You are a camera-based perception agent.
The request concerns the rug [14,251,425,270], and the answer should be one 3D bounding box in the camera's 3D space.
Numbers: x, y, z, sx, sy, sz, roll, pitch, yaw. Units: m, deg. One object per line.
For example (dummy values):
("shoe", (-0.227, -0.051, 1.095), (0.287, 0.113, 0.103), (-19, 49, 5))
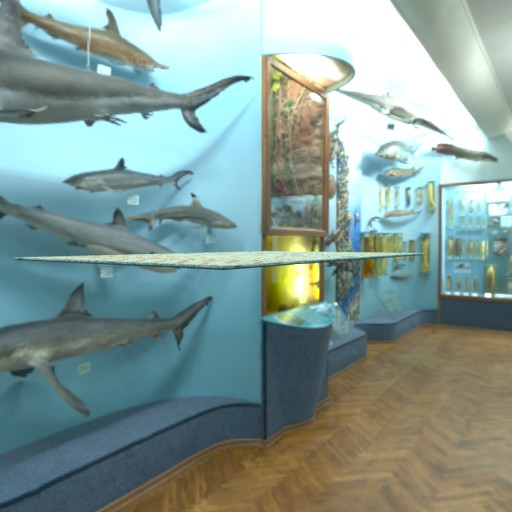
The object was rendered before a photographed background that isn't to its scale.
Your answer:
("rug", (0.000, 0.000, 2.975), (1.524, 0.015, 2.438), (1, 2, 37))
